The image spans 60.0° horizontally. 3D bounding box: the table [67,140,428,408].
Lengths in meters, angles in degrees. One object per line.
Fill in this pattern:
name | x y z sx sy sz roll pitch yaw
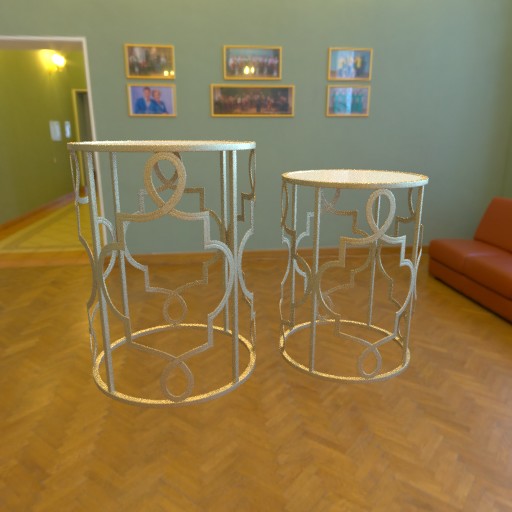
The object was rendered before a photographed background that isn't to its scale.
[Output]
table | 0.000 0.000 1.132 0.846 0.564 0.420 -2 16 -8
